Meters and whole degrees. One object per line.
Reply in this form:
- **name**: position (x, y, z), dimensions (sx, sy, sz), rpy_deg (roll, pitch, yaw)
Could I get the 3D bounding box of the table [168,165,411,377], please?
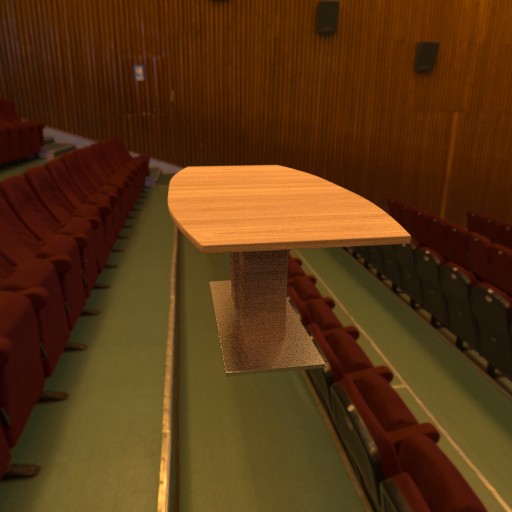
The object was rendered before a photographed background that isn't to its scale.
- **table**: position (0.000, 0.000, 2.437), dimensions (0.900, 0.750, 2.032), rpy_deg (-3, 18, -9)
